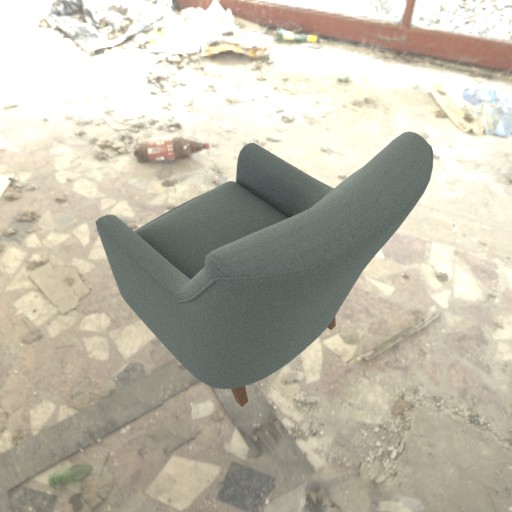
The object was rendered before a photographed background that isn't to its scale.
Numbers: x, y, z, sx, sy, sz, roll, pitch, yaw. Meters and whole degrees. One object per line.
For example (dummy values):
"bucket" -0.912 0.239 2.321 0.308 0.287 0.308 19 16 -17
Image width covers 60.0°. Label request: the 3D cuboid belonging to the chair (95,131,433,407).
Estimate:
"chair" 0.000 0.000 1.545 0.756 0.916 0.879 -34 55 -28
